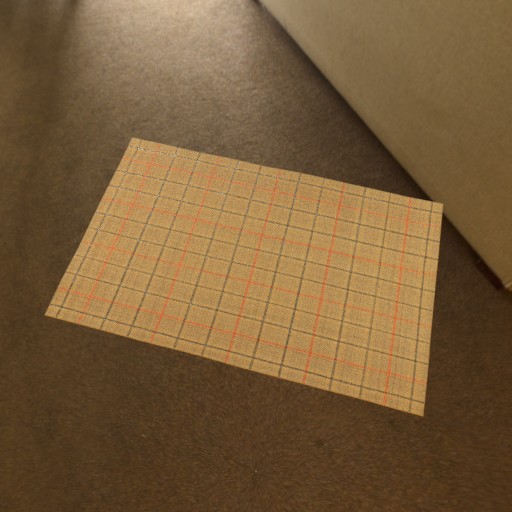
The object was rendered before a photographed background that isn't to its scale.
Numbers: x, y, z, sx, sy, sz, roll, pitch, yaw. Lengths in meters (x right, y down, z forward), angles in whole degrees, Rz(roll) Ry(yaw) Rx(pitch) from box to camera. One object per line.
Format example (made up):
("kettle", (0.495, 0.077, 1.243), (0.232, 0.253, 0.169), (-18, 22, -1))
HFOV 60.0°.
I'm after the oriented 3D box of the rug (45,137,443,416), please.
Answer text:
("rug", (0.000, 0.000, 3.065), (2.439, 0.015, 1.524), (13, 65, 6))
